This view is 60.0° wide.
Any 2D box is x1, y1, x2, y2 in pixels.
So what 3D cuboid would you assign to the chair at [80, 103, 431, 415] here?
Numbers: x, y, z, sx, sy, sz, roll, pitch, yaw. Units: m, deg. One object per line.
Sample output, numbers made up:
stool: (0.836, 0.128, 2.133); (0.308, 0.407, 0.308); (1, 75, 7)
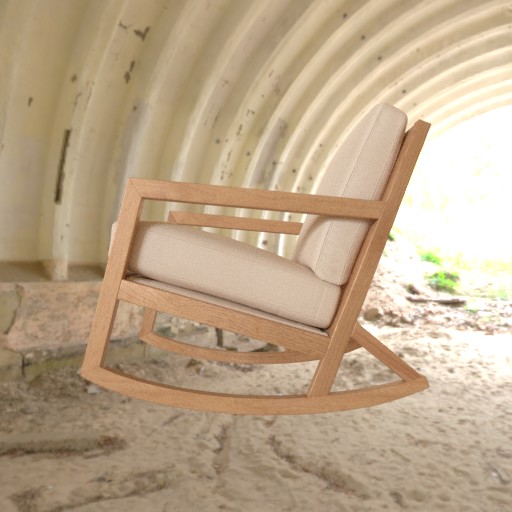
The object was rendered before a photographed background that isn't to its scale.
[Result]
chair: (0.000, 0.000, 1.391); (0.857, 0.790, 0.622); (0, -2, -2)
